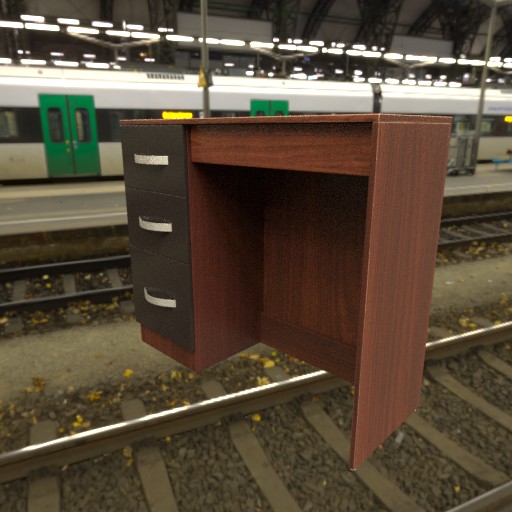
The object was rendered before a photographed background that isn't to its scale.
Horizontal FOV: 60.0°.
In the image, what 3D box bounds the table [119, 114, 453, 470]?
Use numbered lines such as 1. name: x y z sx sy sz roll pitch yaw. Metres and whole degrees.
1. table: 0.000 0.000 1.336 0.930 0.790 0.380 15 22 42
